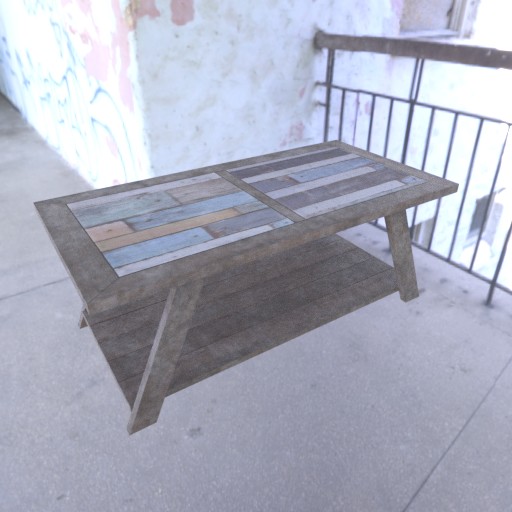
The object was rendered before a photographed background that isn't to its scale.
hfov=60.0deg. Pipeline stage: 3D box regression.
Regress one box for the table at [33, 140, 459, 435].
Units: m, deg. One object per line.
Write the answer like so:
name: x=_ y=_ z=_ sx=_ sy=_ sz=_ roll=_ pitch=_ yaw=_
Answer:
table: x=0.000 y=0.000 z=1.532 sx=1.219 sy=0.470 sz=0.610 roll=-18 pitch=35 yaw=-28
